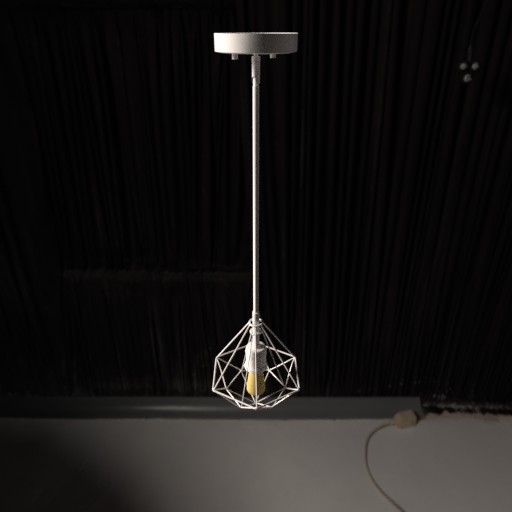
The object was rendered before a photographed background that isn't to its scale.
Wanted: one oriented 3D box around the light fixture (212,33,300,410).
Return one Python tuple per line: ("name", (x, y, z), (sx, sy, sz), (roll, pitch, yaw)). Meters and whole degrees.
("light fixture", (0.000, 0.000, 1.964), (0.431, 1.764, 0.487), (0, 27, 0))
